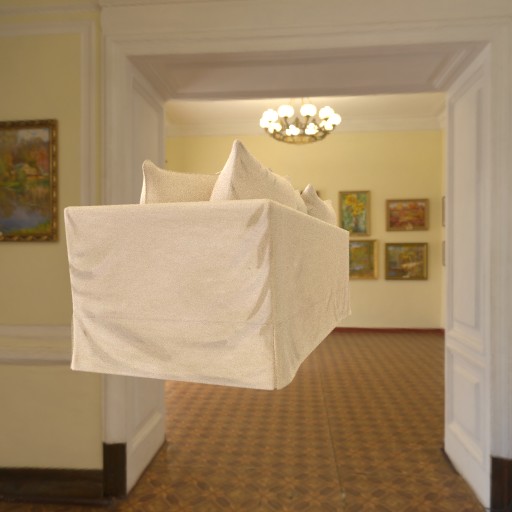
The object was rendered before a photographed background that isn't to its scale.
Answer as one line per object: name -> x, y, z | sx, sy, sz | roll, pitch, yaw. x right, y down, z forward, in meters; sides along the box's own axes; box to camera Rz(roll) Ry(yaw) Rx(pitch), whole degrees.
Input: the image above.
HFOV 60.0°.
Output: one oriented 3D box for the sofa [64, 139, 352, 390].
sofa -> 0.000, 0.000, 2.998 | 1.030, 1.042, 2.484 | 0, 0, 19
